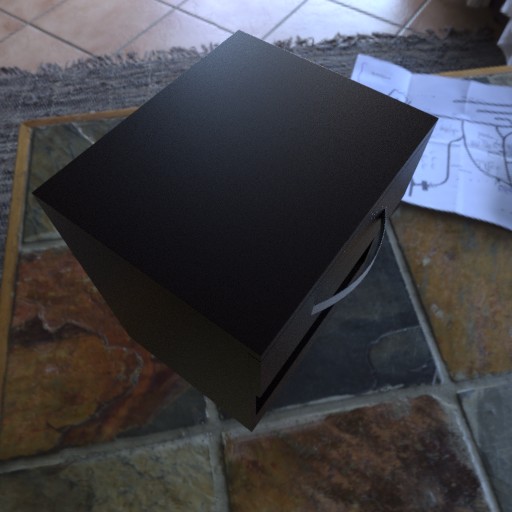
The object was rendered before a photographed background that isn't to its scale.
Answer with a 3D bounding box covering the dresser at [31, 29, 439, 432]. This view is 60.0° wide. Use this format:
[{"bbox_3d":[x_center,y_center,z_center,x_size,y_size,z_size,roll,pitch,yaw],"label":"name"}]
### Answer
[{"bbox_3d":[0.000,0.000,0.749,0.360,0.470,0.400,32,64,18],"label":"dresser"}]
